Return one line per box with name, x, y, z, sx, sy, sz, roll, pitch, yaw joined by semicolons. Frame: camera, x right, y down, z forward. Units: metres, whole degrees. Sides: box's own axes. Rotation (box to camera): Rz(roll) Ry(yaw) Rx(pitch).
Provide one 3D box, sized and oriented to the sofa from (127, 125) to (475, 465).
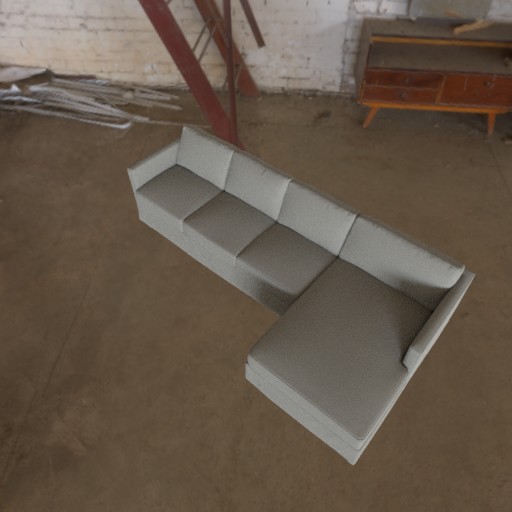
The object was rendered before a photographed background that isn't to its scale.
sofa;0.000;0.000;3.926;3.177;0.867;1.622;32;56;26
